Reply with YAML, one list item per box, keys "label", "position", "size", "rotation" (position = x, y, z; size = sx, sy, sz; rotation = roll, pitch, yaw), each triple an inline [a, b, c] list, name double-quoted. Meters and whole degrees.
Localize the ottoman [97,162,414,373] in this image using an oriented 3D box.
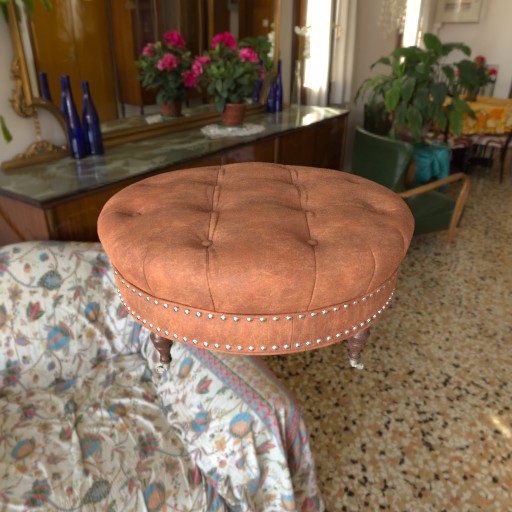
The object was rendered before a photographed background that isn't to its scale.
- label: "ottoman"
  position: [0.000, 0.000, 1.386]
  size: [0.901, 0.444, 0.901]
  rotation: [0, 26, 0]
